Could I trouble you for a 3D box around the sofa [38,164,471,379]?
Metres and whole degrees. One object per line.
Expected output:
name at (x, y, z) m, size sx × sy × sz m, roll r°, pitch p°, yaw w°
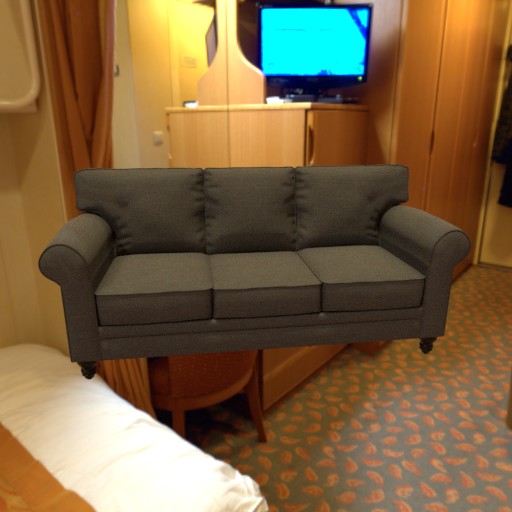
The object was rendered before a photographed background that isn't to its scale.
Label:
sofa at (0.000, 0.000, 2.535) m, size 2.084 × 0.966 × 0.909 m, roll -2°, pitch 17°, yaw -8°
